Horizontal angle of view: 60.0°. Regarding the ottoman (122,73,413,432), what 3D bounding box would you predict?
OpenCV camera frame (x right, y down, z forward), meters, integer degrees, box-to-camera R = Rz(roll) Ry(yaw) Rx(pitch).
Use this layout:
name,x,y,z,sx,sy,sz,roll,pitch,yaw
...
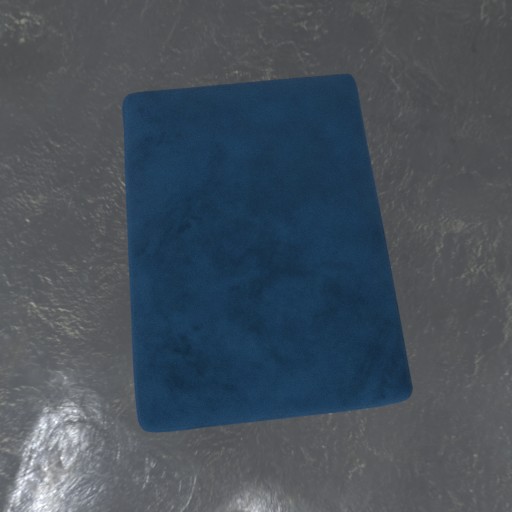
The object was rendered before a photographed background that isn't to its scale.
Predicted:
name,x,y,z,sx,sy,sz,roll,pitch,yaw
ottoman,0.000,0.000,1.153,0.572,0.503,0.773,-6,76,-1
